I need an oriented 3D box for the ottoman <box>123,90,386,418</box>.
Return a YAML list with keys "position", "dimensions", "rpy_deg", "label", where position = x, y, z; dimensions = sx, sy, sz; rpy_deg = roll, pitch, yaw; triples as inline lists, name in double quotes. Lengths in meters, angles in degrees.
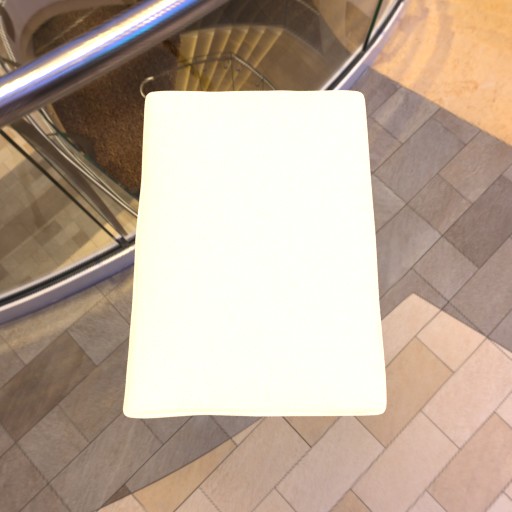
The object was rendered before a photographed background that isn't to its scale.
- position: [0.000, 0.000, 1.370]
  dimensions: [0.703, 0.479, 0.944]
  rpy_deg: [0, 76, 0]
  label: "ottoman"
